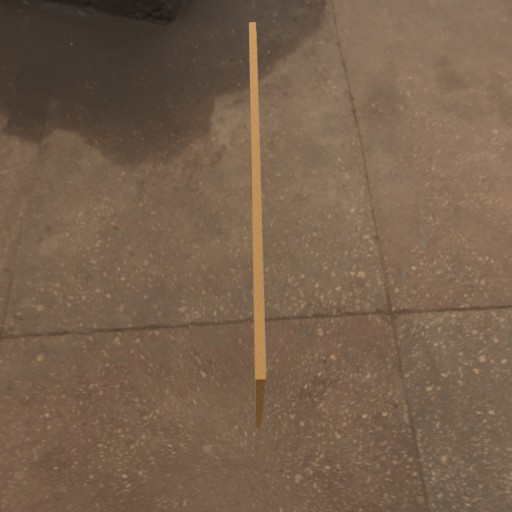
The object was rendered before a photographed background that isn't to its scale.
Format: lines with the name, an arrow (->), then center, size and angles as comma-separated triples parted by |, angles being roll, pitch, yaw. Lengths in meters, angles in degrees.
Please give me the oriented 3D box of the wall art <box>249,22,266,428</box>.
wall art -> 0.000, 0.000, 0.983 | 0.014, 0.655, 0.657 | -1, 64, 0
